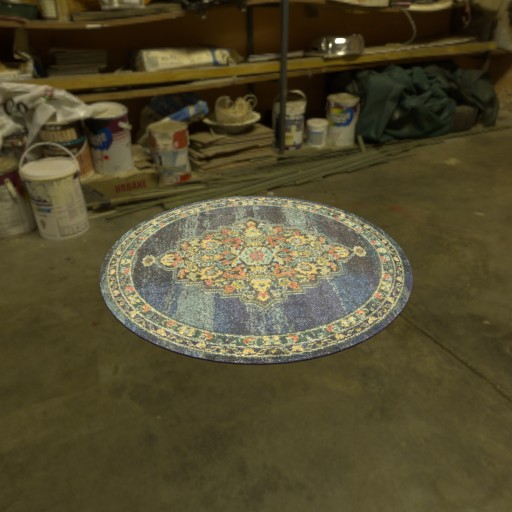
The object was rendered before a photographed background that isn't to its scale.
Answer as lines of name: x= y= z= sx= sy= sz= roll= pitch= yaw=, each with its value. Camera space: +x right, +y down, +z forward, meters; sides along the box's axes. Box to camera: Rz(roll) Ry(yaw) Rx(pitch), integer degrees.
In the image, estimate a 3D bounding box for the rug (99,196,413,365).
rug: x=0.000 y=0.000 z=2.348 sx=1.591 sy=0.010 sz=1.591 roll=0 pitch=31 yaw=0
